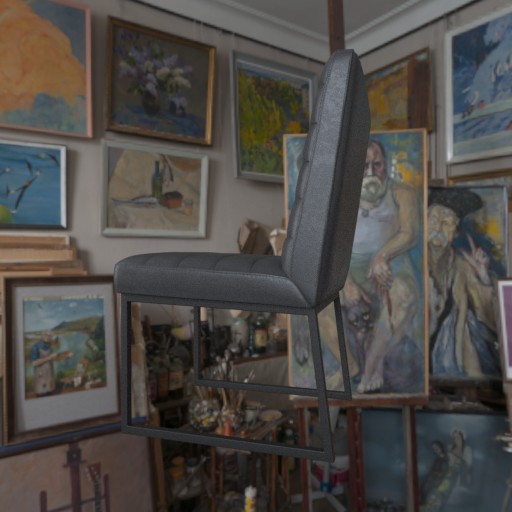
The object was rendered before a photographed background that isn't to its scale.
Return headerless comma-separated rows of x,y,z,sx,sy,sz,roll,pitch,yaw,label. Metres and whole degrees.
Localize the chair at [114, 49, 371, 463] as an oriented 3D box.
0.000,0.000,1.293,0.634,0.930,0.520,0,0,17,chair
